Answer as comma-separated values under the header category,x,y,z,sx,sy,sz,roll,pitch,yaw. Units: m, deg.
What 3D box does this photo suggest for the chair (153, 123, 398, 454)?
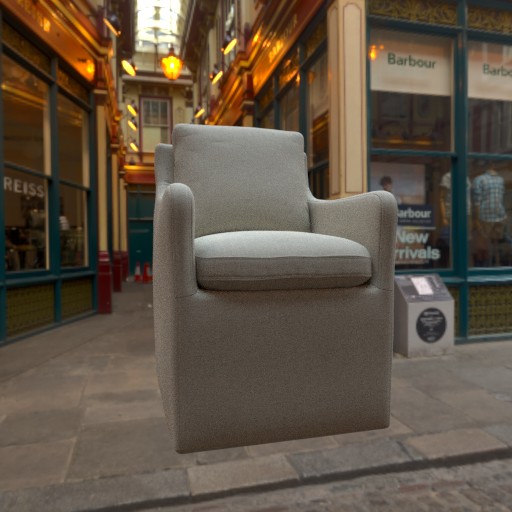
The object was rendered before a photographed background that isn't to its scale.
category,x,y,z,sx,sy,sz,roll,pitch,yaw
chair,0.000,0.000,1.405,0.626,0.914,0.694,0,1,-16
